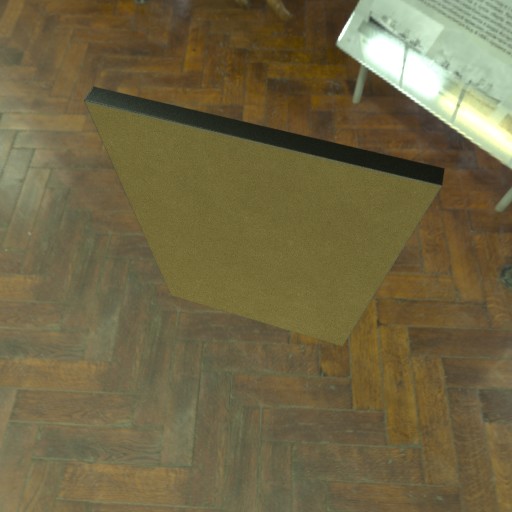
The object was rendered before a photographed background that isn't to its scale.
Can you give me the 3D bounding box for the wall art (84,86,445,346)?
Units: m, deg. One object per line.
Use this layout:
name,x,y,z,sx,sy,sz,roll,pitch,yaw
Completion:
wall art,0.000,0.000,0.578,0.314,0.455,0.019,15,64,8
